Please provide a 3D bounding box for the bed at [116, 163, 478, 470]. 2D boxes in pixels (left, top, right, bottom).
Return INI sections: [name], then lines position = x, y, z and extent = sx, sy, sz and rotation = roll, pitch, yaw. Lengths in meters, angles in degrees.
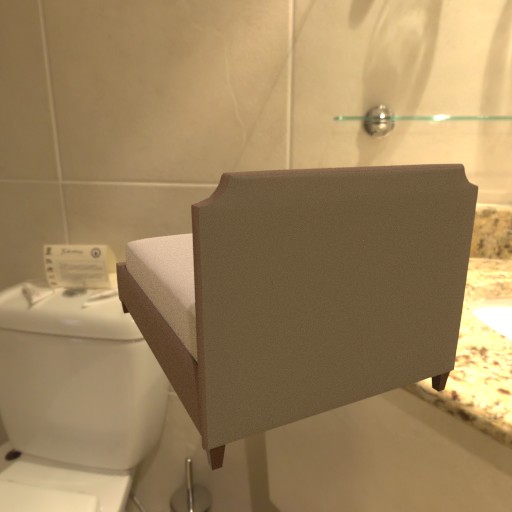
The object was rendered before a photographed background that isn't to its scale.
[bed]
position = 0.000, 0.000, 3.313
extent = 1.713, 1.443, 2.372
rotation = -7, 17, -26
